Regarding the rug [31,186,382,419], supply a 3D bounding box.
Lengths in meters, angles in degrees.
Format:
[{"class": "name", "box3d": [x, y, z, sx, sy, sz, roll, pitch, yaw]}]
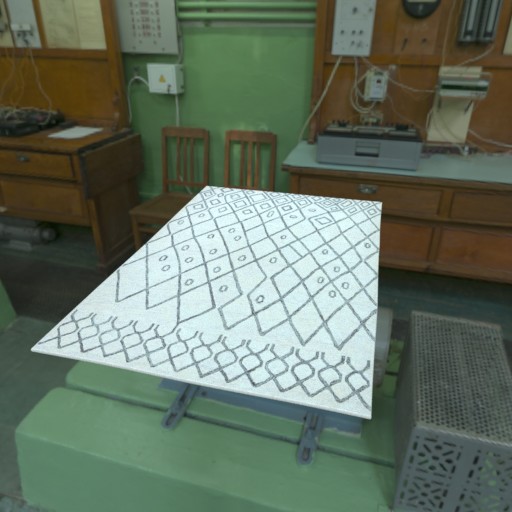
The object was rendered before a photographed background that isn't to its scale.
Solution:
[{"class": "rug", "box3d": [0.000, 0.000, 2.262, 1.222, 0.015, 1.828, 7, 29, 13]}]
